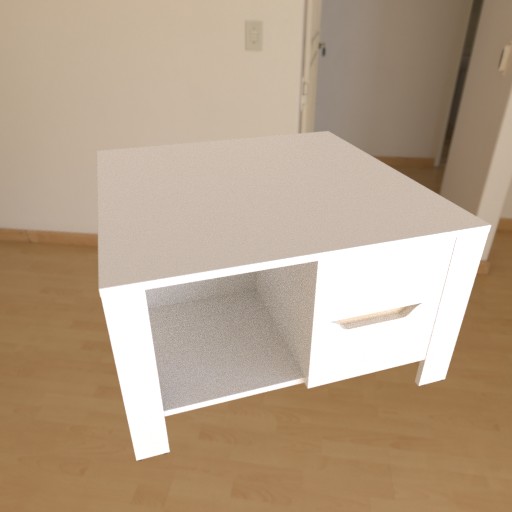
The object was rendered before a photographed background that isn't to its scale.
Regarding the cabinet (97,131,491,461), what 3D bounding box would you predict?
[{"bbox_3d":[0.000,0.000,1.285,0.800,0.460,0.800,-9,32,-15],"label":"cabinet"}]
